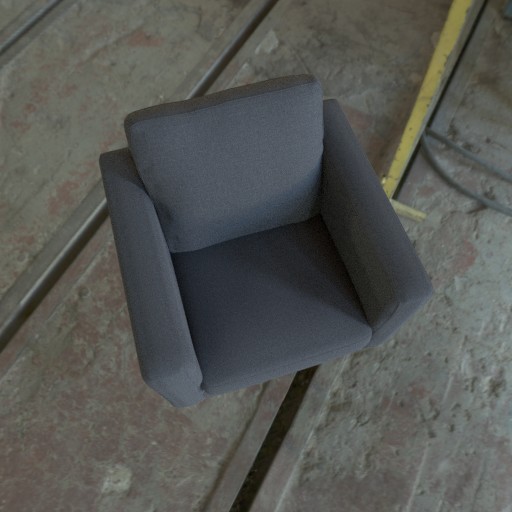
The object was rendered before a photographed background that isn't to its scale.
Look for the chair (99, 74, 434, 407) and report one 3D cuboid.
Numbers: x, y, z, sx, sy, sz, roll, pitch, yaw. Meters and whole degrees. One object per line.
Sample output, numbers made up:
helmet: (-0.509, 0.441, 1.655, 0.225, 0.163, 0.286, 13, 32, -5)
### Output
chair: (0.000, 0.000, 1.551, 0.854, 0.927, 0.800, -16, 65, -7)
